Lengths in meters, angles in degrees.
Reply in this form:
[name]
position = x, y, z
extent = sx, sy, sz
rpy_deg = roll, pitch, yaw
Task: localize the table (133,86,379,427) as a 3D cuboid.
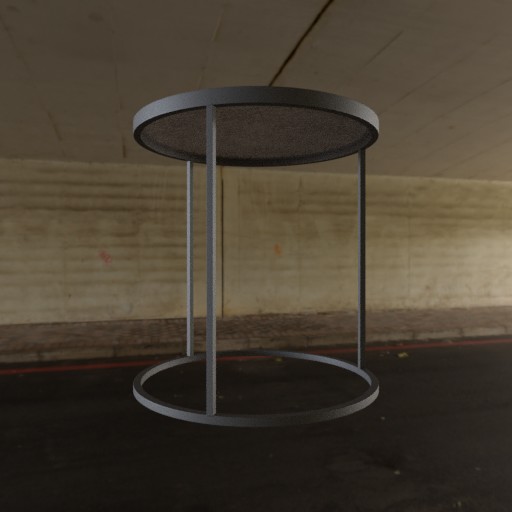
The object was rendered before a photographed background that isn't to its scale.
[table]
position = 0.000, 0.000, 0.880
extent = 0.470, 0.498, 0.470
rpy_deg = 0, 0, 0
